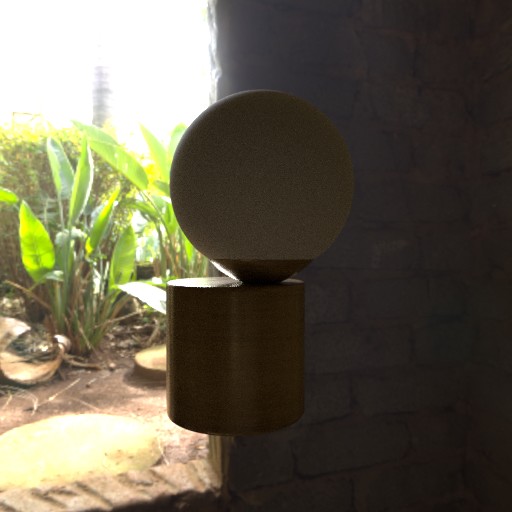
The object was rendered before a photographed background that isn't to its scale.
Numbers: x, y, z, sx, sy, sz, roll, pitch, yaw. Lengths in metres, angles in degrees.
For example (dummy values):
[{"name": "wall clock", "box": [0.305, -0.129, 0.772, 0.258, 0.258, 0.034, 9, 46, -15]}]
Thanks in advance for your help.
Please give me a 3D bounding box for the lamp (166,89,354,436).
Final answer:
[{"name": "lamp", "box": [0.000, 0.000, 0.350, 0.152, 0.250, 0.141, 1, 1, 36]}]
